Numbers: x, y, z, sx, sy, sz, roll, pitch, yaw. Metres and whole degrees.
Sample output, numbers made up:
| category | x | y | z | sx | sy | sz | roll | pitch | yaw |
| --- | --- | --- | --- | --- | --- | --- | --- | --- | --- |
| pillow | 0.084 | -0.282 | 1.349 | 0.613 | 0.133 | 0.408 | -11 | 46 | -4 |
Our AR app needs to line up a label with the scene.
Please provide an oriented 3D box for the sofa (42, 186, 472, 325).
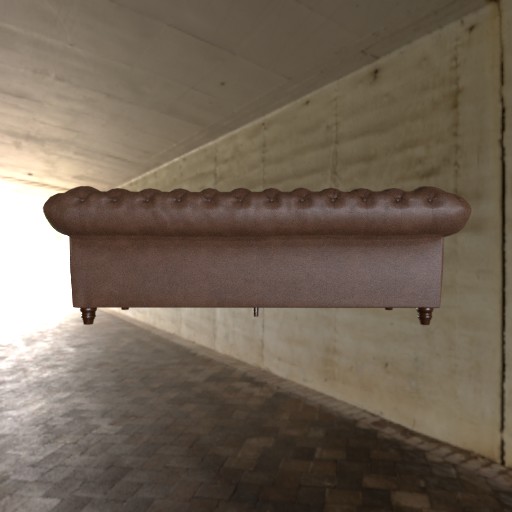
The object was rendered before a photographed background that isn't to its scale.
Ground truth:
| category | x | y | z | sx | sy | sz | roll | pitch | yaw |
| --- | --- | --- | --- | --- | --- | --- | --- | --- | --- |
| sofa | 0.000 | 0.000 | 2.811 | 2.385 | 0.783 | 0.944 | 0 | 0 | 0 |
